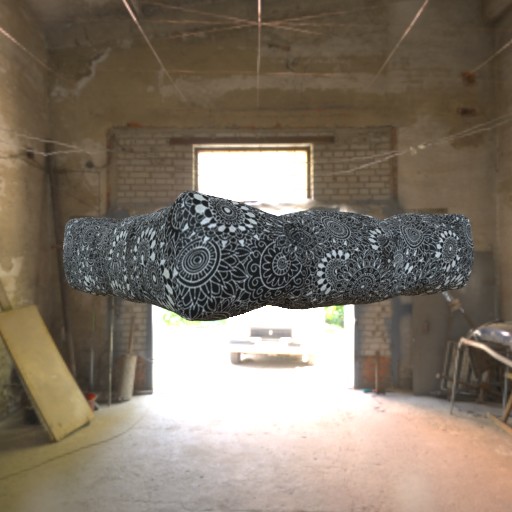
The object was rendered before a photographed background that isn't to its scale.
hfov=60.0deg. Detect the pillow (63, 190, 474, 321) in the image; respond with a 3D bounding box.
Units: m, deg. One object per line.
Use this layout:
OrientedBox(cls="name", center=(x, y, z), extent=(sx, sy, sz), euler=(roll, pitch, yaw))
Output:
OrientedBox(cls="pillow", center=(0.000, 0.000, 0.696), extent=(0.490, 0.128, 0.468), euler=(0, 0, -36))
